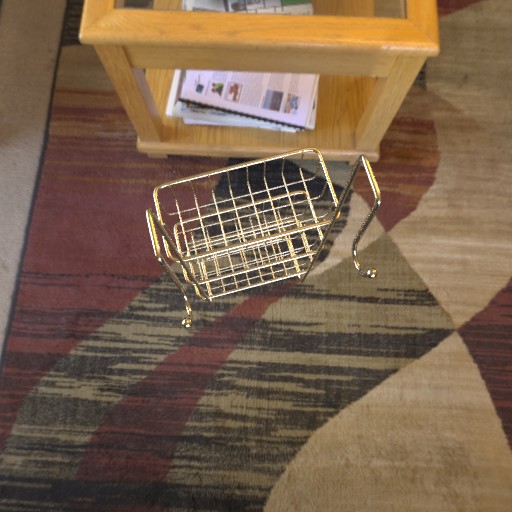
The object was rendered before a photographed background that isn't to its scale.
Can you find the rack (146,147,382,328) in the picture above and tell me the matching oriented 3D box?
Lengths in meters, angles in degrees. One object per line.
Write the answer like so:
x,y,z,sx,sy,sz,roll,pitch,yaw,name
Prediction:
0.000,0.000,0.660,0.228,0.574,0.202,-15,77,-4,rack
